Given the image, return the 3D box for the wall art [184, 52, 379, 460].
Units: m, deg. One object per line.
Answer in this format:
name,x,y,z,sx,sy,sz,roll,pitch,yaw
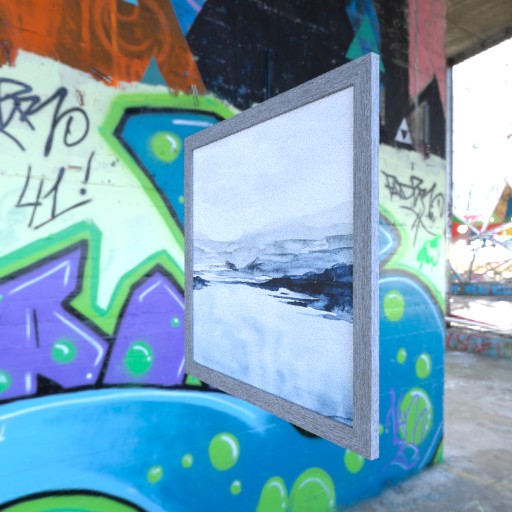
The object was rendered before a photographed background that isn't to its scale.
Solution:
wall art,0.000,0.000,1.025,0.020,0.685,0.685,0,0,-36
